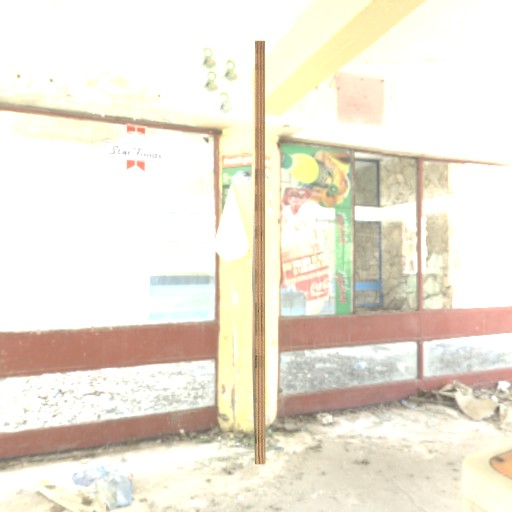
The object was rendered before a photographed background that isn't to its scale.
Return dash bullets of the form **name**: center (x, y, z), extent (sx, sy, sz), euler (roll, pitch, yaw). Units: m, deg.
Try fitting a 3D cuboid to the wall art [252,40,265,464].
- **wall art**: center (0.000, 0.000, 0.680), extent (0.010, 0.408, 0.508), euler (0, -1, -1)
